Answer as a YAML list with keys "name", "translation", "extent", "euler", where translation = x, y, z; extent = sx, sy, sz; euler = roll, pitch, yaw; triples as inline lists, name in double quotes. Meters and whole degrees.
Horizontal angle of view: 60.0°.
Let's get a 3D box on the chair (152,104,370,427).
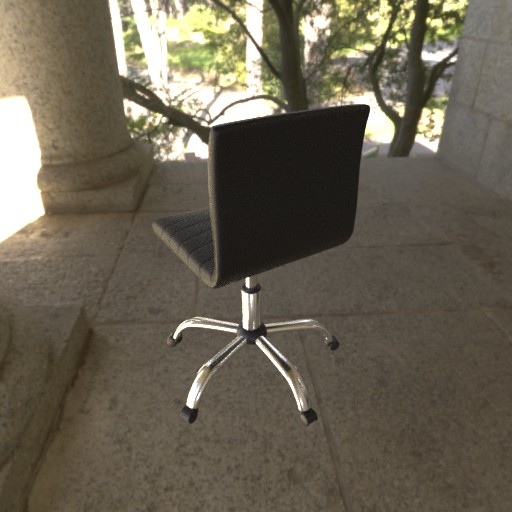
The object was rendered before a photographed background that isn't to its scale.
- name: "chair"
  translation: [0.000, 0.000, 1.161]
  extent: [0.556, 0.780, 0.530]
  euler: [-18, 34, -29]
